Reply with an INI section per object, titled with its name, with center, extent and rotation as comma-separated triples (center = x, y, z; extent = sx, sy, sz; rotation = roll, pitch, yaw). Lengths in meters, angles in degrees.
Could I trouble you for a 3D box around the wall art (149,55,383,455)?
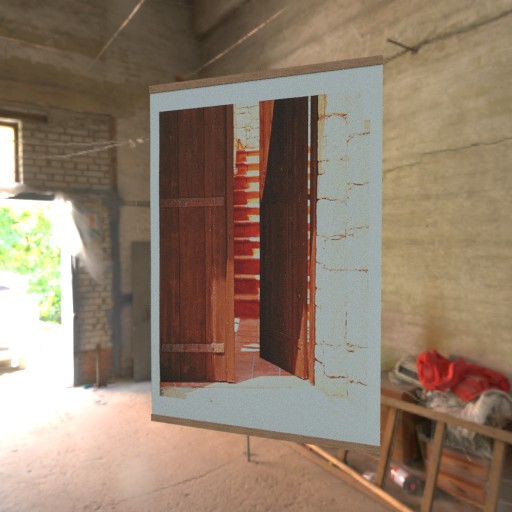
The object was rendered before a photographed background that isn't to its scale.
[wall art]
center = 0.000, 0.000, 1.858
extent = 1.019, 1.527, 0.019
rotation = 0, 2, 19
